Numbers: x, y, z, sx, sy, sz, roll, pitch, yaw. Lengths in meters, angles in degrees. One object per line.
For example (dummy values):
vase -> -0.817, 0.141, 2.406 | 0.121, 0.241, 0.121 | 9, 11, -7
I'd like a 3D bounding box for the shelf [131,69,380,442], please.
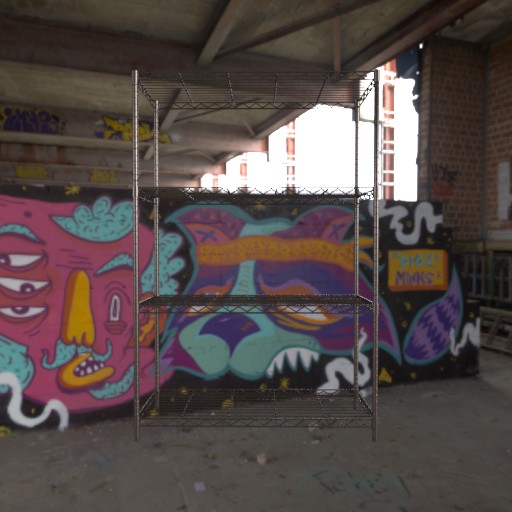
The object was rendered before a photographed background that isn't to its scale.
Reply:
shelf -> 0.000, 0.000, 1.794 | 0.907, 1.361, 0.352 | 0, 1, 0
